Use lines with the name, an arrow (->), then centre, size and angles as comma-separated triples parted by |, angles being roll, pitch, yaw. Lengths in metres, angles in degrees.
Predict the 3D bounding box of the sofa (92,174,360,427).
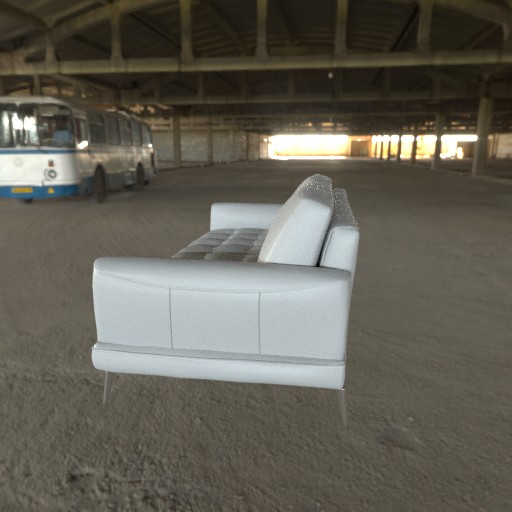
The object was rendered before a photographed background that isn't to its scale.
sofa -> 0.000, 0.000, 2.754 | 1.121, 0.930, 2.177 | 2, 14, 9
